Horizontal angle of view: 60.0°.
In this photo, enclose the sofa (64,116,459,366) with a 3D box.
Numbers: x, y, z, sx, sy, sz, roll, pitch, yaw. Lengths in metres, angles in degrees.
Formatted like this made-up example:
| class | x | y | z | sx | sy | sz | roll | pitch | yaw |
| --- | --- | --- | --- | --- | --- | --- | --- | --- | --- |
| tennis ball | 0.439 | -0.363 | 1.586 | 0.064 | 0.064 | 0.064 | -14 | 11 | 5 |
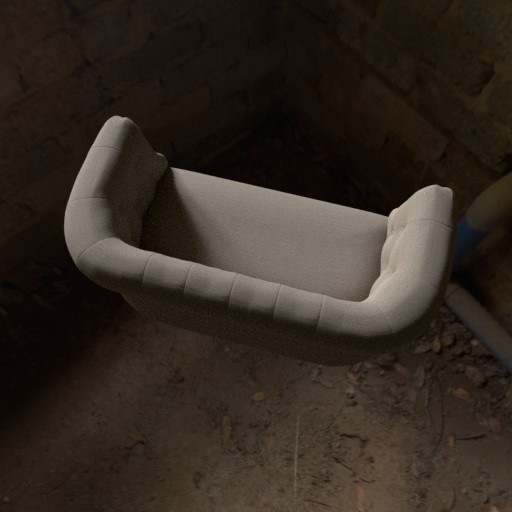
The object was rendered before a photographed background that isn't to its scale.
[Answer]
| class | x | y | z | sx | sy | sz | roll | pitch | yaw |
| --- | --- | --- | --- | --- | --- | --- | --- | --- | --- |
| sofa | 0.000 | 0.000 | 2.067 | 1.558 | 0.827 | 0.835 | 14 | 66 | 6 |
